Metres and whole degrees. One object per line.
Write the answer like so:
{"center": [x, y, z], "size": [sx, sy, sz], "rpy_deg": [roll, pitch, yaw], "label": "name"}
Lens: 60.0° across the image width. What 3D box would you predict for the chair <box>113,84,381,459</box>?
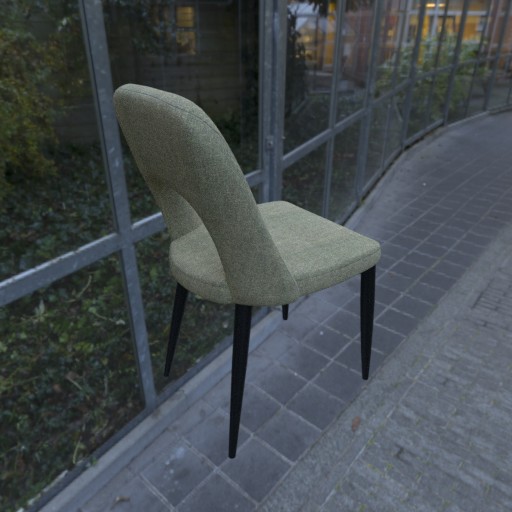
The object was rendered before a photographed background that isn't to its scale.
{"center": [0.000, 0.000, 1.248], "size": [0.612, 0.931, 0.470], "rpy_deg": [-18, 32, -32], "label": "chair"}
